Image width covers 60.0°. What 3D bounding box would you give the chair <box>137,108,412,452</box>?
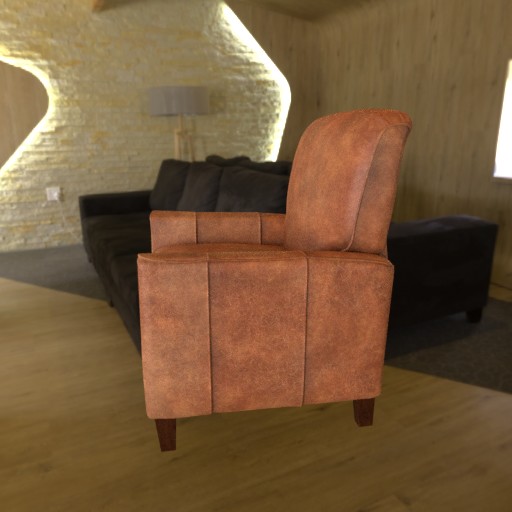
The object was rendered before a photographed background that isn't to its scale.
[{"bbox_3d":[0.000,0.000,1.666,0.836,1.043,0.843,-3,15,-10],"label":"chair"}]
